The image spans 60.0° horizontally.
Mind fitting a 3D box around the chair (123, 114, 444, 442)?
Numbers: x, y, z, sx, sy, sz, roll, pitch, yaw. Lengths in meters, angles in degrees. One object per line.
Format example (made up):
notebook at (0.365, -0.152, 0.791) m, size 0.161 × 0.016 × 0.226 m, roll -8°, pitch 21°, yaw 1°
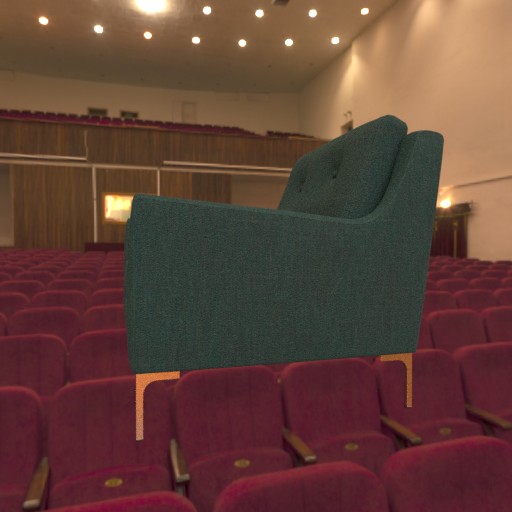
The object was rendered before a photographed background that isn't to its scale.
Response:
chair at (0.000, 0.000, 1.493) m, size 0.849 × 0.828 × 0.847 m, roll 0°, pitch 1°, yaw -17°
